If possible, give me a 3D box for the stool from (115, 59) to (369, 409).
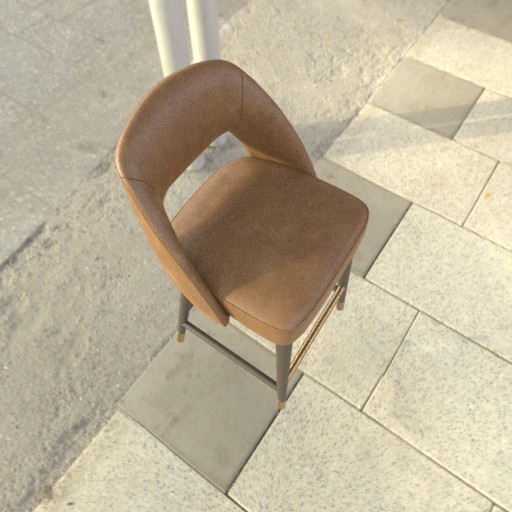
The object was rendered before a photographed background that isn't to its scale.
[{"bbox_3d":[0.000,0.000,1.256,0.509,0.940,0.494,29,63,16],"label":"stool"}]
